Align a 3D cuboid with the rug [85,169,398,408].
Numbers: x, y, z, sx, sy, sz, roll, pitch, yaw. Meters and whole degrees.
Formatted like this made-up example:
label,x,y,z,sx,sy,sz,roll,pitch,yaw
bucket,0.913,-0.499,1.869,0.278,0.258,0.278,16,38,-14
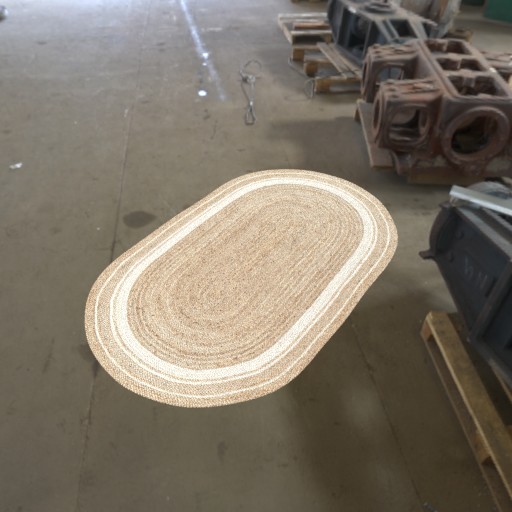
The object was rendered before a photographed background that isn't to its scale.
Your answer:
label,x,y,z,sx,sy,sz,roll,pitch,yaw
rug,0.000,0.000,3.035,1.520,0.006,2.432,27,48,26
